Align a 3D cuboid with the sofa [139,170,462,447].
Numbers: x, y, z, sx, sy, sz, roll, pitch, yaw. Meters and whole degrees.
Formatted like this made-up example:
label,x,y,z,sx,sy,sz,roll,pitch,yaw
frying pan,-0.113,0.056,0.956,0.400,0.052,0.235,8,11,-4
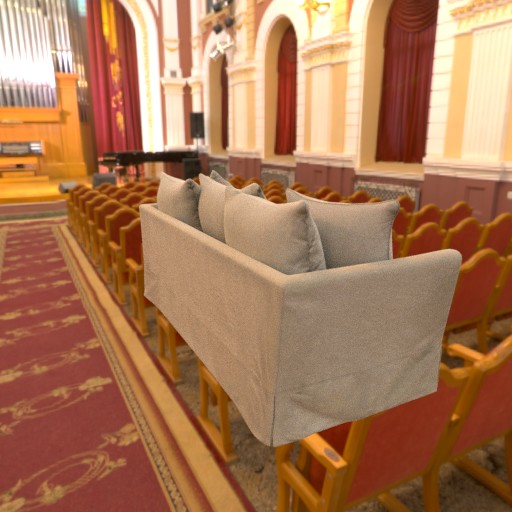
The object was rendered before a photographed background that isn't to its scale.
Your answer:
label,x,y,z,sx,sy,sz,roll,pitch,yaw
sofa,0.000,0.000,2.859,1.031,1.034,2.290,-7,16,-26
